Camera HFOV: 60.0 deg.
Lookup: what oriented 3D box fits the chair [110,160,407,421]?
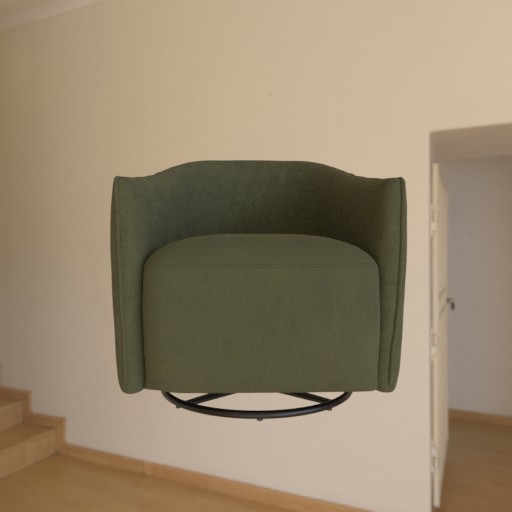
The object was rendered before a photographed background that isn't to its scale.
[{"bbox_3d":[0.000,0.000,1.445,0.747,0.799,0.875,0,0,-1],"label":"chair"}]
